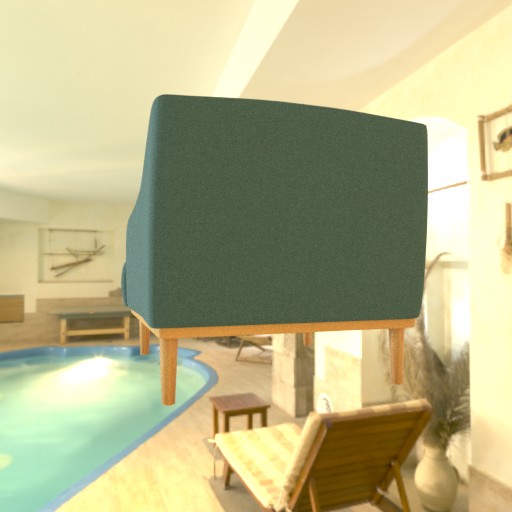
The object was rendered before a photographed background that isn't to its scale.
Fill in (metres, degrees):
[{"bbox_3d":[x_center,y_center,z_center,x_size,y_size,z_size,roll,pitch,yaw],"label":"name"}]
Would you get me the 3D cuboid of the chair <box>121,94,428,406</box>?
[{"bbox_3d":[0.000,0.000,1.638,0.946,0.818,0.951,1,-2,-17],"label":"chair"}]
